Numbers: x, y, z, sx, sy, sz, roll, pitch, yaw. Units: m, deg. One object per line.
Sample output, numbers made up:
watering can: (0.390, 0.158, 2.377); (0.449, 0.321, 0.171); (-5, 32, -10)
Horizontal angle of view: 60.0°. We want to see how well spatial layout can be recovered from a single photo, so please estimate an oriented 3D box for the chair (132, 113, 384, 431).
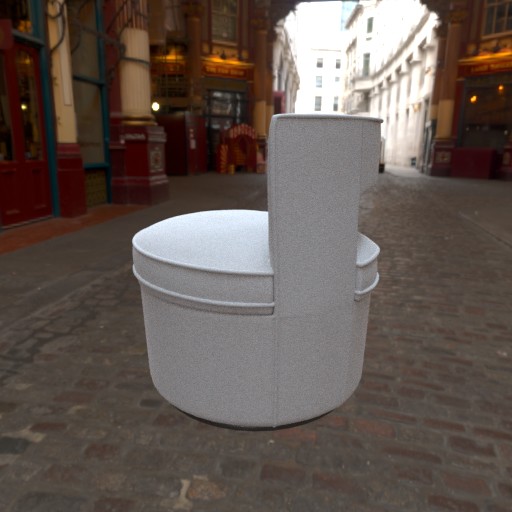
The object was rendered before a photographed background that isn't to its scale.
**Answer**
chair: (0.000, 0.000, 1.227); (0.665, 0.723, 0.650); (3, 15, 10)
